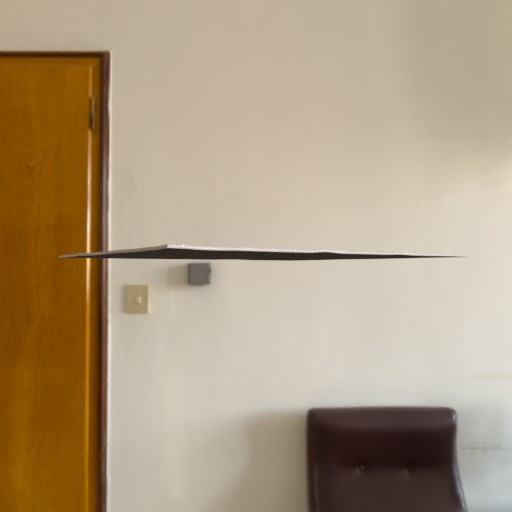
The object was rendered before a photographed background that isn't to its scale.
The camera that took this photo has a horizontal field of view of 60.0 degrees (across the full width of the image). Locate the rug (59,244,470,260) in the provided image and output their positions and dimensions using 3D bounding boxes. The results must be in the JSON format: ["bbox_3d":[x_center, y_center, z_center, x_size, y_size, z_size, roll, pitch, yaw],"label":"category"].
[{"bbox_3d":[0.000,0.000,0.903,0.639,0.006,0.548,1,-2,-36],"label":"rug"}]
